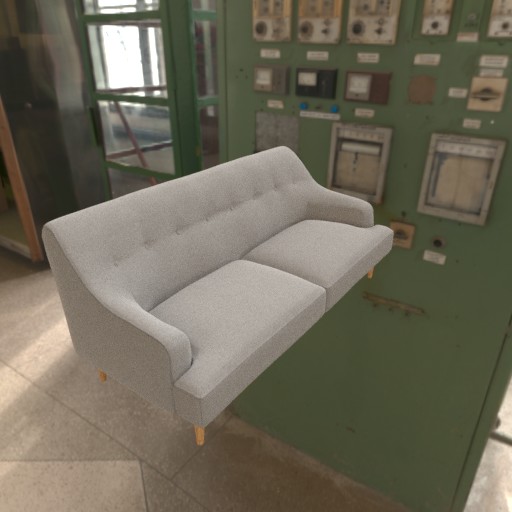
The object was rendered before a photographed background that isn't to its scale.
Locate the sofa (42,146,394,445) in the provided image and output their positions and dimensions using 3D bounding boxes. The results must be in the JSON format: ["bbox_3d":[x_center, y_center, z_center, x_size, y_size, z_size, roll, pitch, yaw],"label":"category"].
[{"bbox_3d":[0.000,0.000,2.628,0.978,0.871,2.057,18,31,32],"label":"sofa"}]
